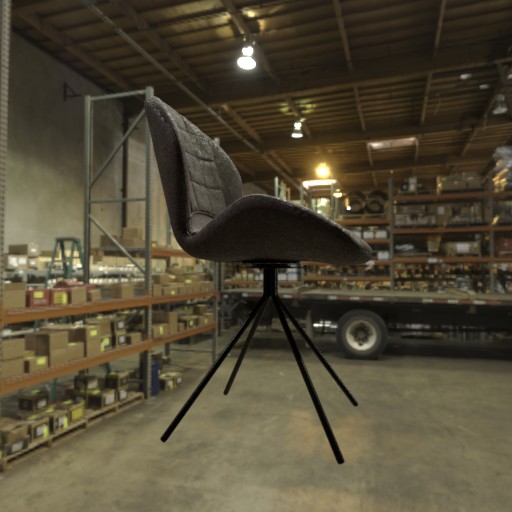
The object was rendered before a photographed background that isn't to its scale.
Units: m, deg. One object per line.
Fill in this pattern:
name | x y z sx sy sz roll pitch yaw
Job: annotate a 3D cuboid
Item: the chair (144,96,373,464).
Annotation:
chair | 0.000 0.000 1.270 0.640 0.934 0.527 -1 -2 17
